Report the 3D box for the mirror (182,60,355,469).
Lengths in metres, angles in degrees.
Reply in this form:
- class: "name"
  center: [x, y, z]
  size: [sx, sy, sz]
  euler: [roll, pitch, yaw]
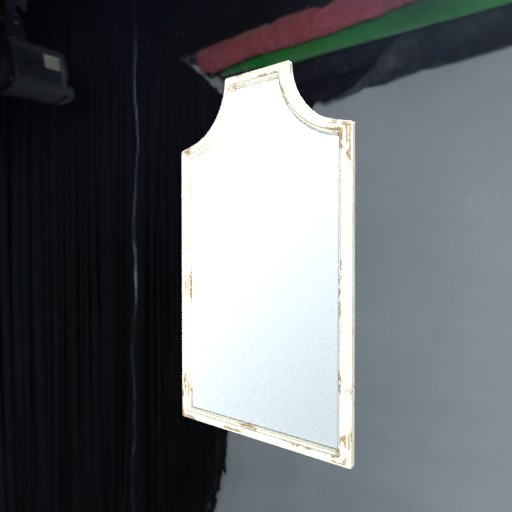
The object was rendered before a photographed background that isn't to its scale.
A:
- class: "mirror"
  center: [0.000, 0.000, 0.864]
  size: [0.403, 0.717, 0.022]
  euler: [1, 1, 36]
